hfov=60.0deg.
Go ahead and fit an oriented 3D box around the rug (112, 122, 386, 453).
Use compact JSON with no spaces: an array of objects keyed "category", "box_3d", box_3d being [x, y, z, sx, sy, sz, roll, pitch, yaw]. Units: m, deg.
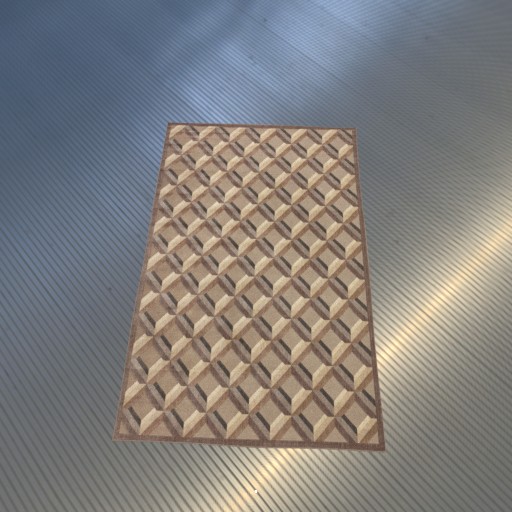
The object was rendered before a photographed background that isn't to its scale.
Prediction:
[{"category":"rug","box_3d":[0.000,0.000,2.106,1.066,0.011,1.677,2,62,1]}]
